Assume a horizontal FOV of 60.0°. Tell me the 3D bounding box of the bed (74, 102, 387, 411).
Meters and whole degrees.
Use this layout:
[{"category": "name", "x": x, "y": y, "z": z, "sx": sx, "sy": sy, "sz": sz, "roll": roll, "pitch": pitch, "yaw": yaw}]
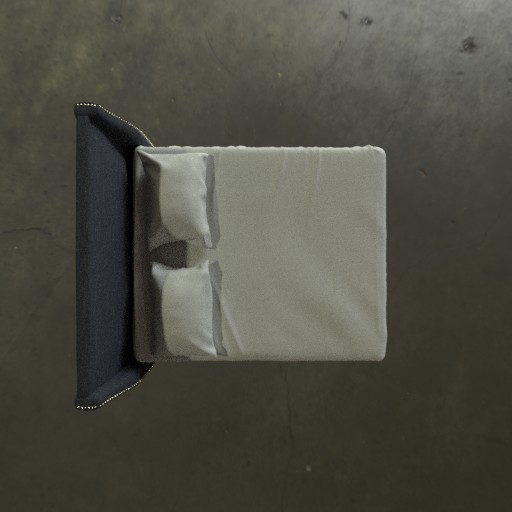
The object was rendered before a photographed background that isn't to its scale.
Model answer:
[{"category": "bed", "x": 0.000, "y": 0.000, "z": 3.387, "sx": 2.276, "sy": 1.332, "sz": 1.925, "roll": 0, "pitch": 90, "yaw": -1}]
